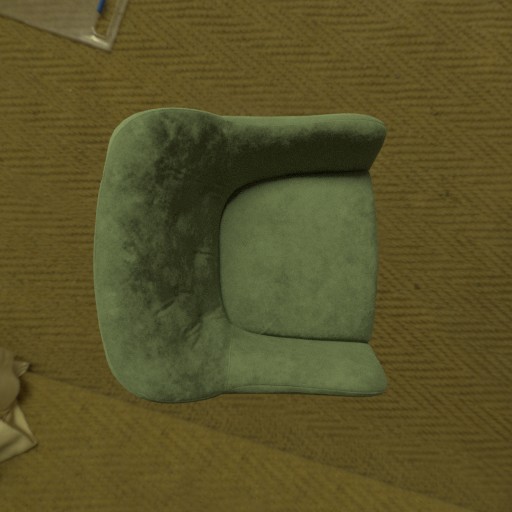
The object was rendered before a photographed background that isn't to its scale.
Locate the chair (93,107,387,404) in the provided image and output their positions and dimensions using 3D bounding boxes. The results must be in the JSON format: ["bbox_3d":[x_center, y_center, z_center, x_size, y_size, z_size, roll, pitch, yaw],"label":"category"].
[{"bbox_3d":[0.000,0.000,1.490,0.819,0.804,0.840,0,89,0],"label":"chair"}]
